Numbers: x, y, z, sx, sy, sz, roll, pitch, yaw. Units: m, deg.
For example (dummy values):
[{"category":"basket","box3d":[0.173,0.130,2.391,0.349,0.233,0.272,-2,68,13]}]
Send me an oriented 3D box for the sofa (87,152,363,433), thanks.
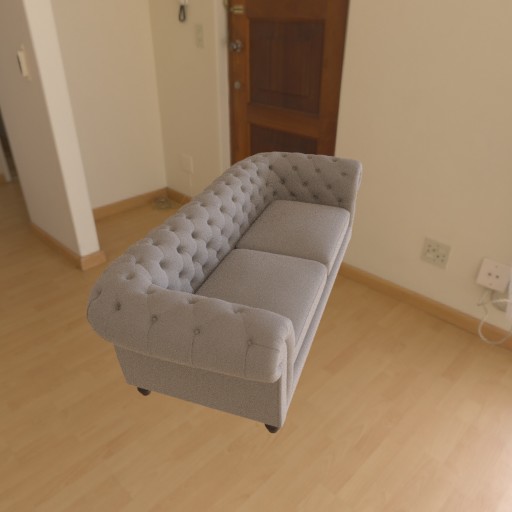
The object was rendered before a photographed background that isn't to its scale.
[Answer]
[{"category":"sofa","box3d":[0.000,0.000,2.836,0.991,0.749,2.411,10,31,17]}]
